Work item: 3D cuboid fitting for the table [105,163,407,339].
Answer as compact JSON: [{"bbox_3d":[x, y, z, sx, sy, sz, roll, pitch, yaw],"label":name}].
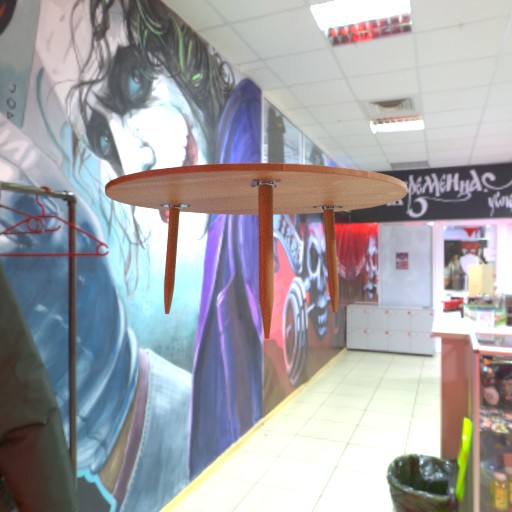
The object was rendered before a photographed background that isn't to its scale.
[{"bbox_3d":[0.000,0.000,1.393,0.900,0.400,0.900,0,-1,0],"label":"table"}]
